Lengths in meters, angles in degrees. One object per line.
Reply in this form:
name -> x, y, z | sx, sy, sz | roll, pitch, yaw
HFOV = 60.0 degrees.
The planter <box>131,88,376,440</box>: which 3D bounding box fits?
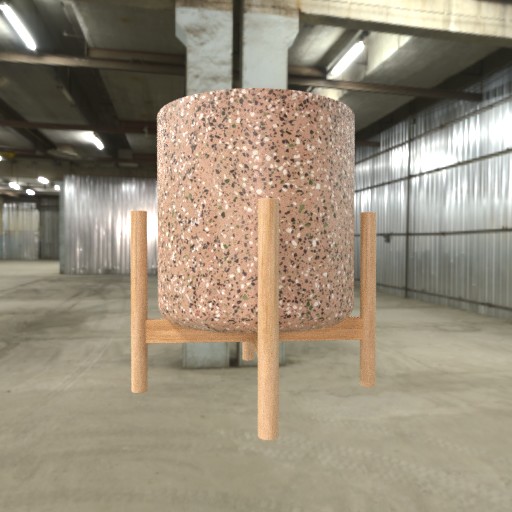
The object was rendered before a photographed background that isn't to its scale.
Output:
planter -> 0.000, 0.000, 0.700 | 0.360, 0.419, 0.360 | 0, 1, 18
